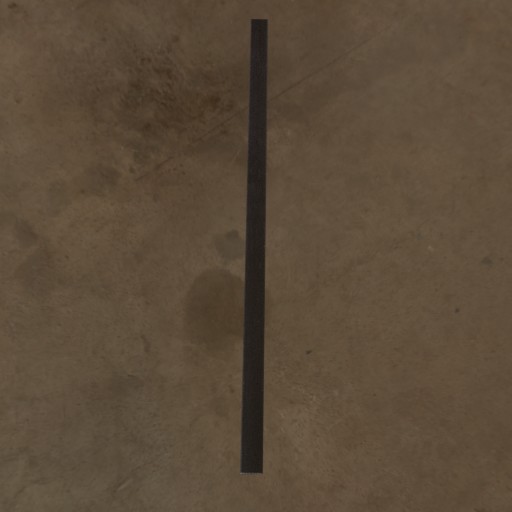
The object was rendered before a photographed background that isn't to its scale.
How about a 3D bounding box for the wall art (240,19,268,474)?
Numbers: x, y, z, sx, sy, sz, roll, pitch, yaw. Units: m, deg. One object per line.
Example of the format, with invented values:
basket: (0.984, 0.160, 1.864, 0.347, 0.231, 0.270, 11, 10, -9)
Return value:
wall art: (0.000, 0.000, 1.145, 0.038, 0.612, 0.912, 1, 75, 0)
